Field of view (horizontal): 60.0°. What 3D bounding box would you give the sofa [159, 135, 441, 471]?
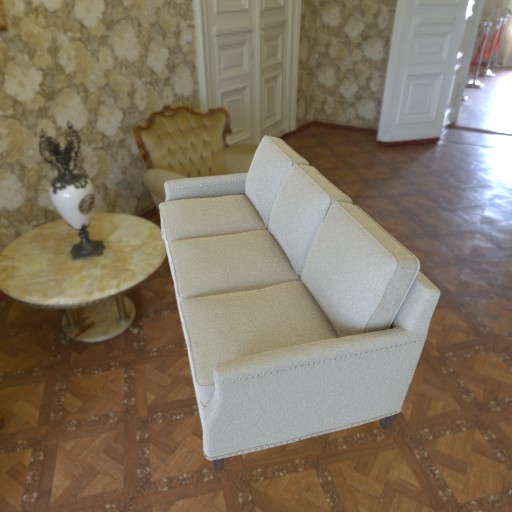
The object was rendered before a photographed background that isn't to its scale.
[{"bbox_3d":[0.000,0.000,2.849,1.084,1.003,2.246,-8,31,-13],"label":"sofa"}]
